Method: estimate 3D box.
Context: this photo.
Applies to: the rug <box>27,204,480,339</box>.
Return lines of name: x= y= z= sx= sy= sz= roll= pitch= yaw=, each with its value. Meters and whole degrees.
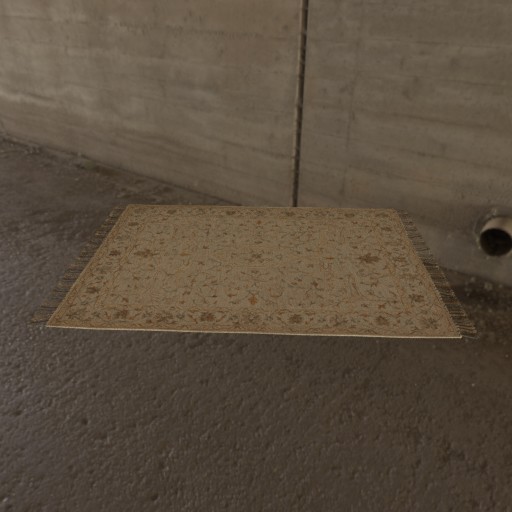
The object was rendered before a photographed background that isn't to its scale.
rug: x=0.000 y=0.000 z=2.325 sx=1.861 sy=0.017 sz=1.218 roll=1 pitch=31 yaw=2
